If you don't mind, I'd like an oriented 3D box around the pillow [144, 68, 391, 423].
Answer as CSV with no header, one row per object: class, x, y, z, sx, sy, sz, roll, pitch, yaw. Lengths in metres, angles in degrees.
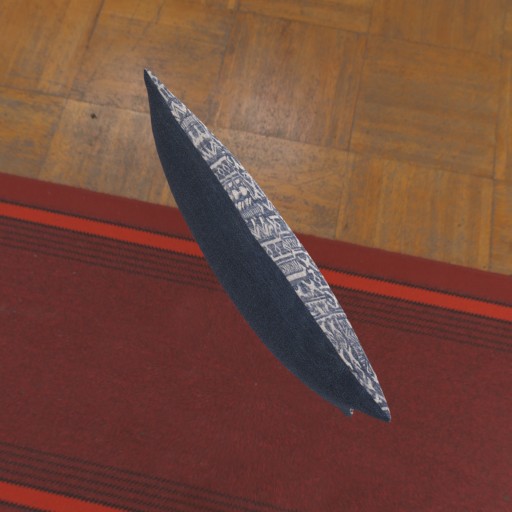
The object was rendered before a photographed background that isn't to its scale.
pillow,0.000,0.000,0.744,0.148,0.292,0.631,-32,76,-9
